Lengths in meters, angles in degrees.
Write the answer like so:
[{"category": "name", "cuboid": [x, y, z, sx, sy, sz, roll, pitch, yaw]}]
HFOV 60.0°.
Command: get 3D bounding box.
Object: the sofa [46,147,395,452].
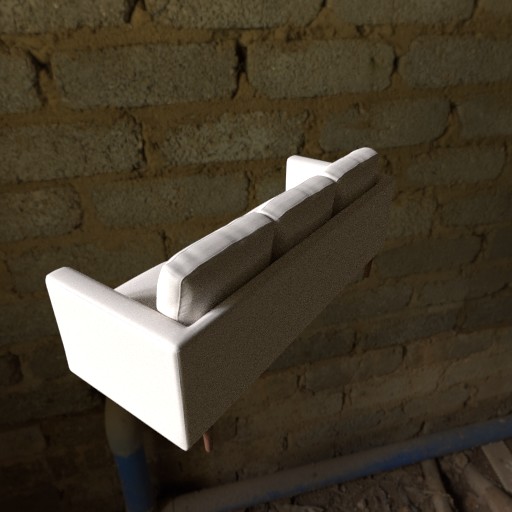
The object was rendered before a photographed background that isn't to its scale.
[{"category": "sofa", "cuboid": [0.000, 0.000, 2.492, 0.802, 0.912, 2.029, 20, 36, 30]}]
